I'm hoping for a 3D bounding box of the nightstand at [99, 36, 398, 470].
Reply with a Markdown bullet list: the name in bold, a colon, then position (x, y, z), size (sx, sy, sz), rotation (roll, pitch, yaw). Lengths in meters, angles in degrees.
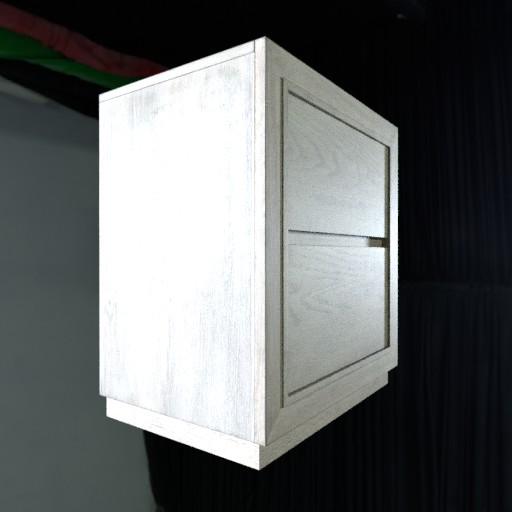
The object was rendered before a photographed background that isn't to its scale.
- **nightstand**: position (0.000, 0.000, 1.063), size (0.483, 0.673, 0.612), rotation (0, 0, 36)
